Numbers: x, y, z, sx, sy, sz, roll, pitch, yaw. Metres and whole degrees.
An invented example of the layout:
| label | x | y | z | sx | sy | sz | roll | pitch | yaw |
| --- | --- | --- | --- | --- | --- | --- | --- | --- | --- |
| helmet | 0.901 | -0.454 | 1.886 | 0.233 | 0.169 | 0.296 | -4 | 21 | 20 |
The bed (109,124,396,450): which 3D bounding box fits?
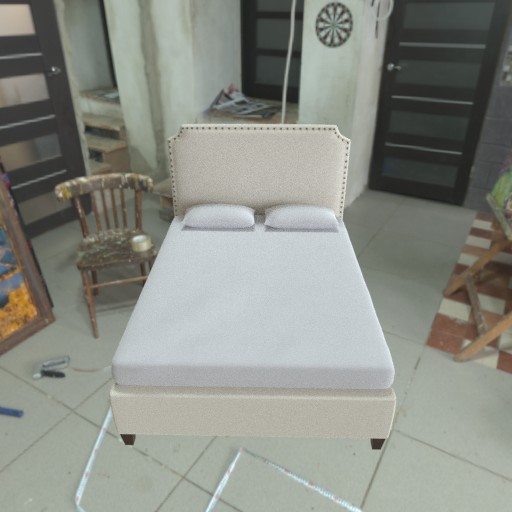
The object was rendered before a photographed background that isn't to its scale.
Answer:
| label | x | y | z | sx | sy | sz | roll | pitch | yaw |
| --- | --- | --- | --- | --- | --- | --- | --- | --- | --- |
| bed | 0.000 | 0.000 | 3.450 | 1.712 | 1.497 | 2.372 | 1 | 30 | 1 |
